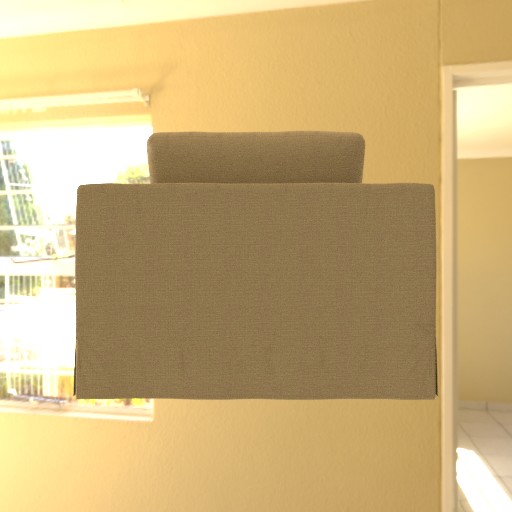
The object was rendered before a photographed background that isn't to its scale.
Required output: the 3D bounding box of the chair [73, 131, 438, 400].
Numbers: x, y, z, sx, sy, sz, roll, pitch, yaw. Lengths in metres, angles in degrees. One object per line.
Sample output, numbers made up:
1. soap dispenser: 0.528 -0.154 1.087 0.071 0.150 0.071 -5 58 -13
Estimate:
1. chair: 0.000 0.000 1.817 1.150 0.878 0.957 0 -1 0
